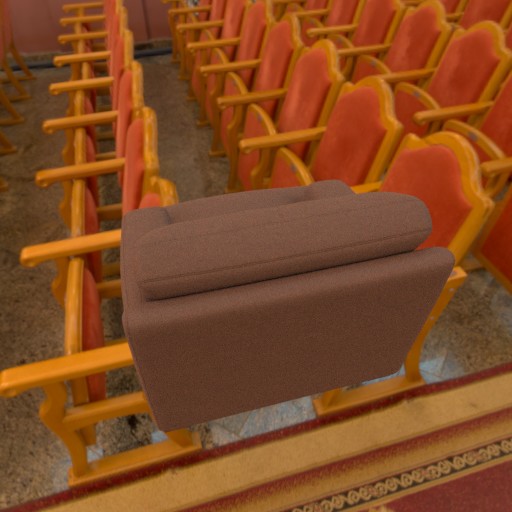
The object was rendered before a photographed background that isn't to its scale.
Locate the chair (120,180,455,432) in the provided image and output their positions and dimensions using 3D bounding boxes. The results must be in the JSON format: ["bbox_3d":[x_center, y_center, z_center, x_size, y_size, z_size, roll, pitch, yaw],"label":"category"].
[{"bbox_3d":[0.000,0.000,1.993,1.168,0.940,1.143,-10,42,-12],"label":"chair"}]
